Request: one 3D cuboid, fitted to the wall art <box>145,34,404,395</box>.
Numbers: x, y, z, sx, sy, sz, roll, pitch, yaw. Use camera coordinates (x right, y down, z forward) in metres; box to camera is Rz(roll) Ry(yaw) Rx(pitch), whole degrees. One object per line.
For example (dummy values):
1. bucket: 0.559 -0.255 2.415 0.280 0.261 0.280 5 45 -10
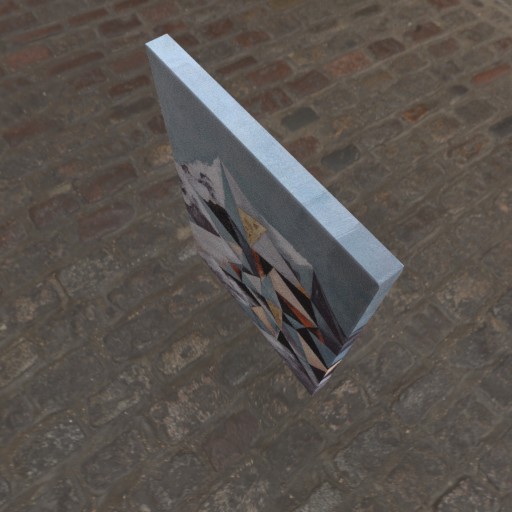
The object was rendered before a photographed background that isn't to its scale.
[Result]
1. wall art: 0.000 0.000 0.799 0.037 0.613 0.455 -34 68 -16
